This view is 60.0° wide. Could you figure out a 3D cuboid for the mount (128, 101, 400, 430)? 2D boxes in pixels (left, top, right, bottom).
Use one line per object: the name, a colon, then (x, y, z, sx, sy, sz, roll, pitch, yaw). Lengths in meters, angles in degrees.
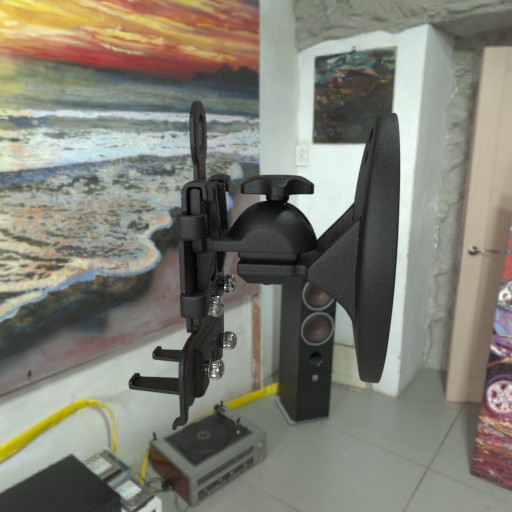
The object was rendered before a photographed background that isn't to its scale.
mount: (0.000, 0.000, 0.177, 0.100, 0.118, 0.066, 2, 14, 8)
